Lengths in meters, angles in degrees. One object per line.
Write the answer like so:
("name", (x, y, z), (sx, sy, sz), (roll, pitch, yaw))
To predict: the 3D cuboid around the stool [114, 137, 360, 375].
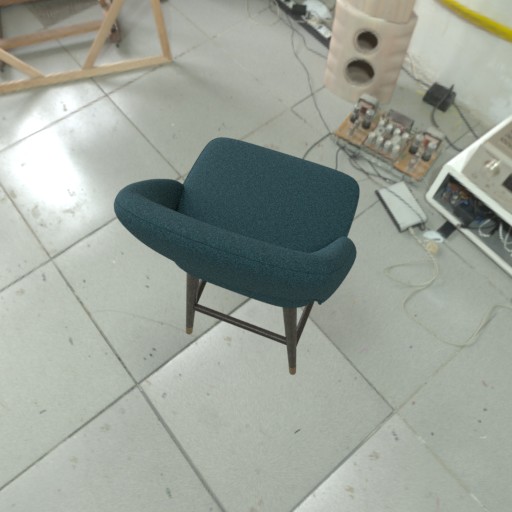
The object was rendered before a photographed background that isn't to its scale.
("stool", (0.000, 0.000, 1.338), (0.536, 1.032, 0.522), (19, 66, 9))
